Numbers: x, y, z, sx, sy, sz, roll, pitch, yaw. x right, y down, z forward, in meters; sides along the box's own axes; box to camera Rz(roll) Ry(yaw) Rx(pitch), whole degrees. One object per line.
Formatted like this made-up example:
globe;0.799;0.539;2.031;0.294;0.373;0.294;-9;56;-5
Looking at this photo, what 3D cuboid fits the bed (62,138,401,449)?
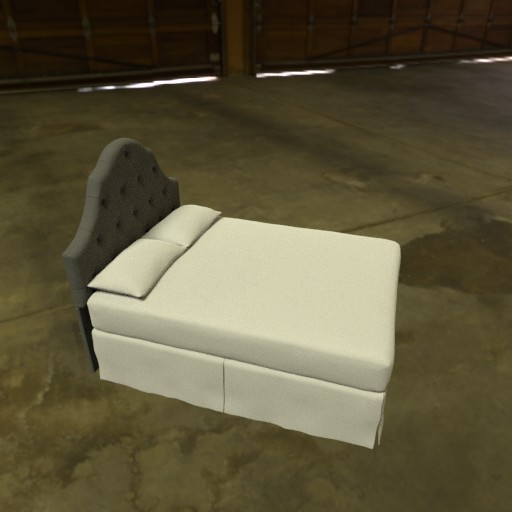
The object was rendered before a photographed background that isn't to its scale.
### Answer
bed;0.000;0.000;3.325;2.155;1.575;1.636;9;31;15
